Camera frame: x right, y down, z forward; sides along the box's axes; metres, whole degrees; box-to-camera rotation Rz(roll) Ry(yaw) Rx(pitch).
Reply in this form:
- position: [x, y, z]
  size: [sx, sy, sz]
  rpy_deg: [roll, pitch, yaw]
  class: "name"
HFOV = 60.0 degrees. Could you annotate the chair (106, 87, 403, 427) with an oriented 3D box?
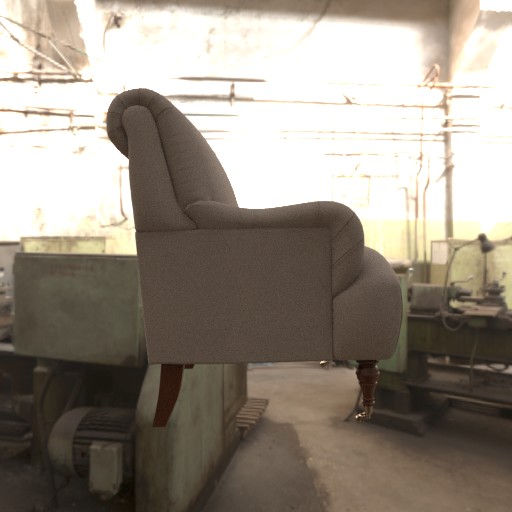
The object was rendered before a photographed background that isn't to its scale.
- position: [0.000, 0.000, 1.552]
  size: [0.842, 0.942, 0.766]
  rpy_deg: [0, 0, -1]
  class: "chair"
